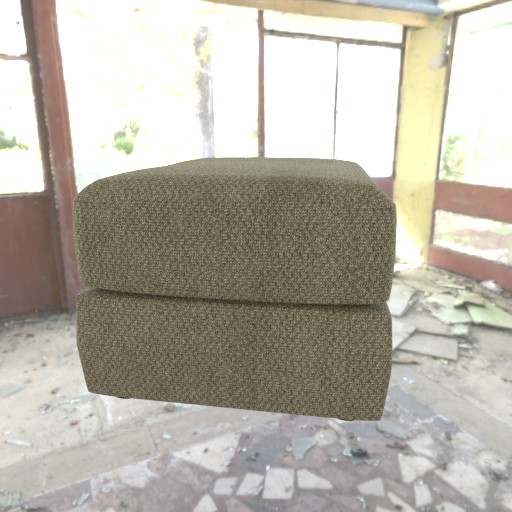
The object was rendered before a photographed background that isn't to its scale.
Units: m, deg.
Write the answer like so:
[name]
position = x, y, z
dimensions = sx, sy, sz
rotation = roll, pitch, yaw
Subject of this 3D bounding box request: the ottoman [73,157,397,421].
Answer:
[ottoman]
position = 0.000, 0.000, 1.138
dimensions = 0.603, 0.476, 0.751
rotation = 3, 16, 9
